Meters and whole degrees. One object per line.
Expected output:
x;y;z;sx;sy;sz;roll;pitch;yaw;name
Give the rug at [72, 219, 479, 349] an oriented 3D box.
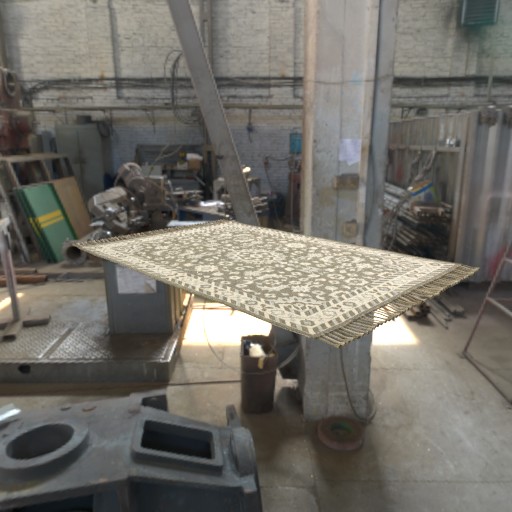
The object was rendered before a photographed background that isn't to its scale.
0.000;0.000;3.031;2.431;0.025;1.530;14;20;43;rug
